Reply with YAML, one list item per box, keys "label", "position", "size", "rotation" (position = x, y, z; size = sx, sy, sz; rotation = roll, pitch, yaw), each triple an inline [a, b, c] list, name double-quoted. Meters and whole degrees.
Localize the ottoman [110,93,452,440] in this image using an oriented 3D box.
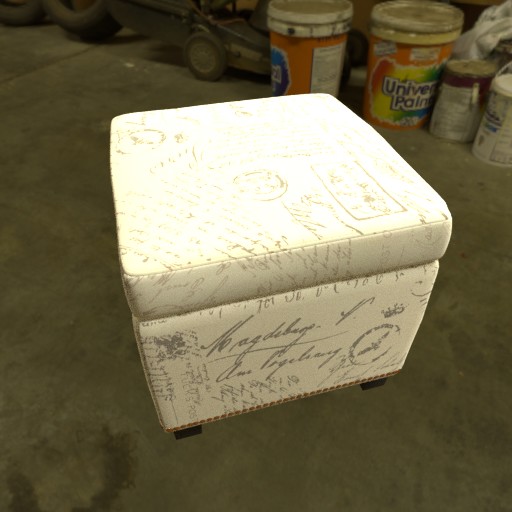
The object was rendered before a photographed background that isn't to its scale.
- label: "ottoman"
  position: [0.000, 0.000, 0.832]
  size: [0.450, 0.457, 0.449]
  rotation: [-11, 43, -12]
